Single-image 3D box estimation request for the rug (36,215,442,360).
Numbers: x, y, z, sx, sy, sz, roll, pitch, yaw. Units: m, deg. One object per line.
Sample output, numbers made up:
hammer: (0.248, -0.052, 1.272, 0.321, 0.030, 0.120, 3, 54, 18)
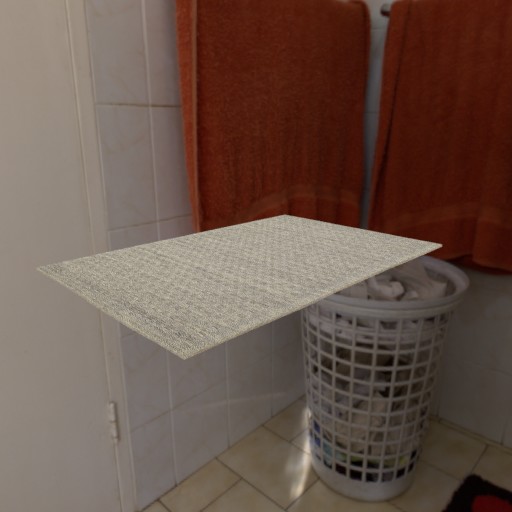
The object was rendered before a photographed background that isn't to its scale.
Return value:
rug: (0.000, 0.000, 2.968, 2.297, 0.018, 1.532, -16, 23, -42)
